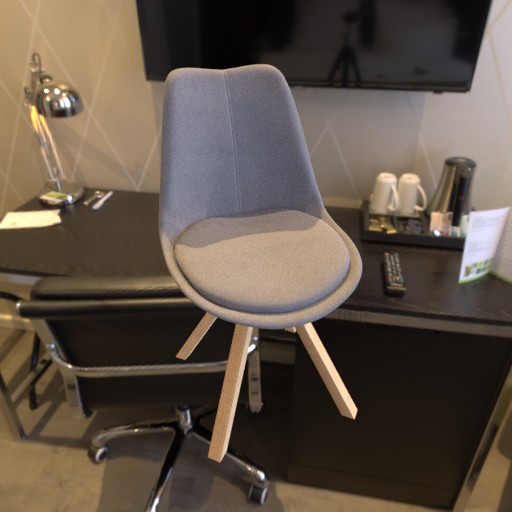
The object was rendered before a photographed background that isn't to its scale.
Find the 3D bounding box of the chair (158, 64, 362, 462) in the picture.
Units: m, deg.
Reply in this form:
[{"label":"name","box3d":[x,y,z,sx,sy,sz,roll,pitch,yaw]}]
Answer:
[{"label":"chair","box3d":[0.000,0.000,1.166,0.474,0.863,0.549,-10,32,-17]}]
